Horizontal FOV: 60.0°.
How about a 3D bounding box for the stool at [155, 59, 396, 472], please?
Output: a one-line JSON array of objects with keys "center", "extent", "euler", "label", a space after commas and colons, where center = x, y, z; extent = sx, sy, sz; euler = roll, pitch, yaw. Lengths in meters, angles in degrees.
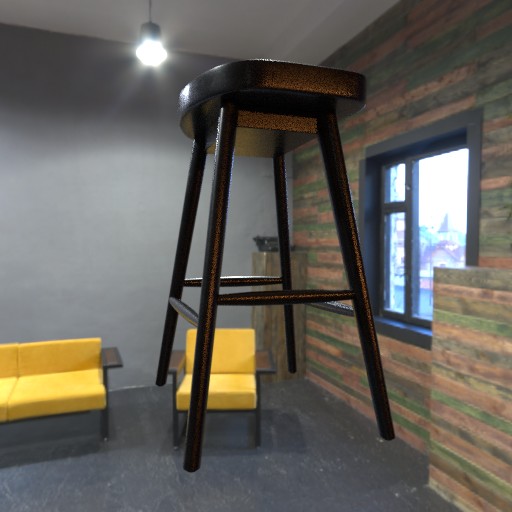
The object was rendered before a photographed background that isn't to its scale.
[{"center": [0.000, 0.000, 0.890], "extent": [0.361, 0.615, 0.440], "euler": [0, 1, -18], "label": "stool"}]
